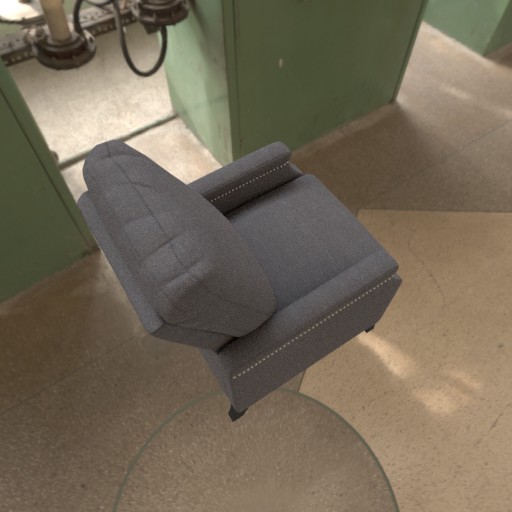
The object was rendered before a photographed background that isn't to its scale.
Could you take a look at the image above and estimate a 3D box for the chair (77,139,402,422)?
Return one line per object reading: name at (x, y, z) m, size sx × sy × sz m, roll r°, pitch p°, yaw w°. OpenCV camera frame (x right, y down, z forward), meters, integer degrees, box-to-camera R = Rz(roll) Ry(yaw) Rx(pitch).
chair at (0.000, 0.000, 1.606) m, size 0.922 × 1.049 × 0.710 m, roll -29°, pitch 62°, yaw -17°
